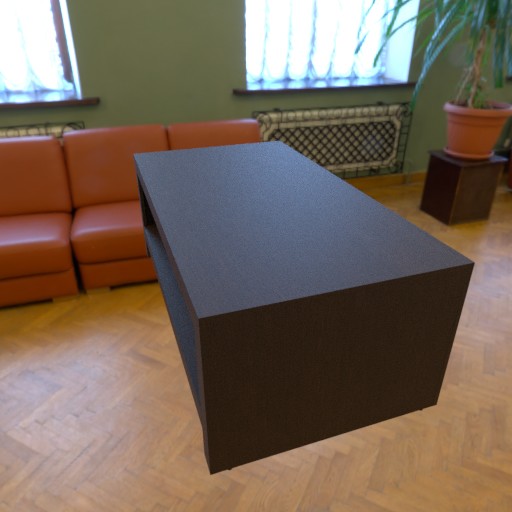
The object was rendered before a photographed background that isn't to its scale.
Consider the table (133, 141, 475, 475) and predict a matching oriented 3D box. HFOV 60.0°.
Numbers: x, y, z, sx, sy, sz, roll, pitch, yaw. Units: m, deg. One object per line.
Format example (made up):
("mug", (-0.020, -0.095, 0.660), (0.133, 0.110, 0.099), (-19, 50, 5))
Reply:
("table", (0.000, 0.000, 1.408), (0.597, 0.424, 1.099), (-10, 30, -17))
